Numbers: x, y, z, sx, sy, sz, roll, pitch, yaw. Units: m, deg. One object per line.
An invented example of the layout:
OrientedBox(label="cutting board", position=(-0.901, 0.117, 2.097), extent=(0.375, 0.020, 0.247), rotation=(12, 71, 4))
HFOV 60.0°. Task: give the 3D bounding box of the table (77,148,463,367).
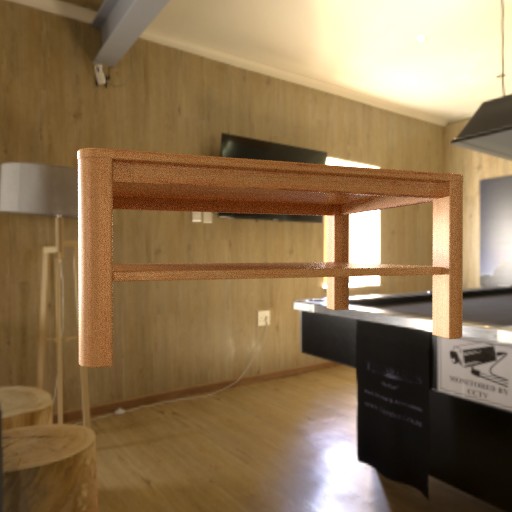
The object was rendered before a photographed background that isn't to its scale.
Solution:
OrientedBox(label="table", position=(0.000, 0.000, 1.375), extent=(0.997, 0.445, 0.696), rotation=(0, 1, -19))
